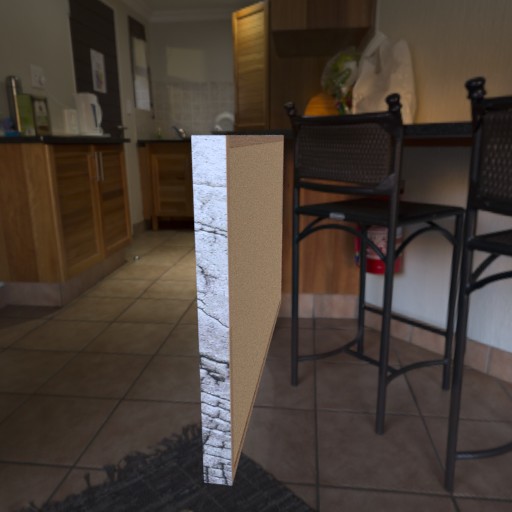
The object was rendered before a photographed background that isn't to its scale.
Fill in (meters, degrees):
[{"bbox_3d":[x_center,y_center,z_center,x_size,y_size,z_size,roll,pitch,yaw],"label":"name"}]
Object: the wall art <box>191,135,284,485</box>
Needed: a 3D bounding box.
[{"bbox_3d":[0.000,0.000,0.775,0.035,0.407,0.613,2,15,8],"label":"wall art"}]
